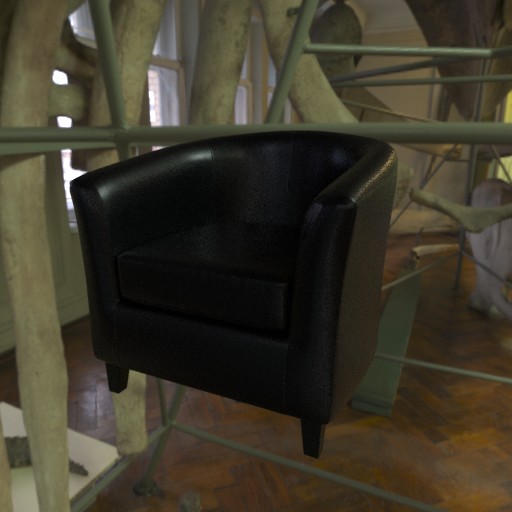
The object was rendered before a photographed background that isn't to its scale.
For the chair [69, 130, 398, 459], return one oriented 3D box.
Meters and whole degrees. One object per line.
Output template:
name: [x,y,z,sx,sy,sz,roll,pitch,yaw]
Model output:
chair: [0.000,0.000,1.376,0.793,0.756,0.727,7,17,25]
